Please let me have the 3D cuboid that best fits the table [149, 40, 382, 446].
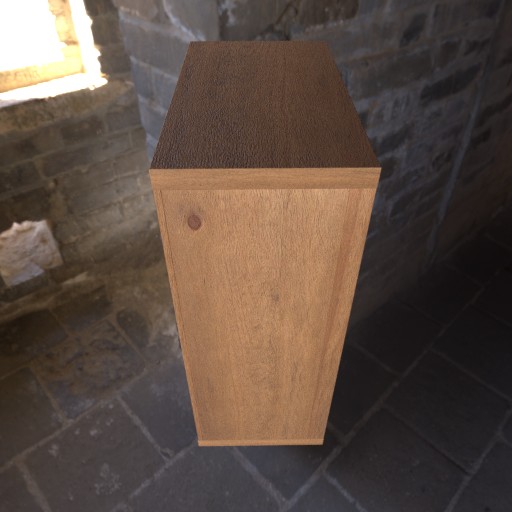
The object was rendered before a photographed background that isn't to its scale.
[{"bbox_3d":[0.000,0.000,1.706,0.524,1.294,0.901,-1,42,-1],"label":"table"}]
